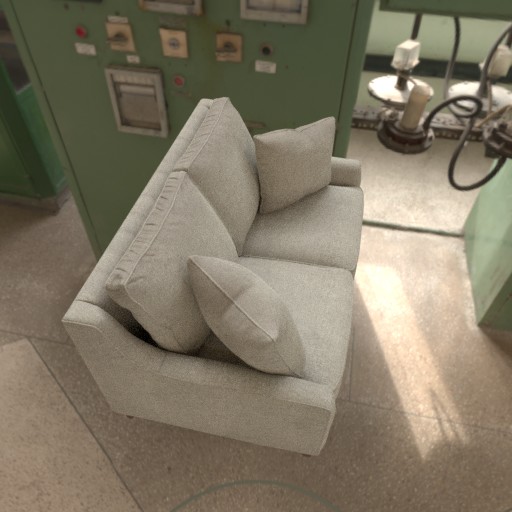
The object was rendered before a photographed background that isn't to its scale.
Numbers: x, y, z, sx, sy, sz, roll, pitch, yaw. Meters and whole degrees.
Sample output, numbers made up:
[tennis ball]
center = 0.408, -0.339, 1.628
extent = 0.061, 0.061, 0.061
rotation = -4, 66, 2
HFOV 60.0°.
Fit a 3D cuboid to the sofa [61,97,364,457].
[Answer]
[sofa]
center = 0.000, 0.000, 1.992
extent = 0.915, 0.863, 1.422
rotation = 10, 48, 9
